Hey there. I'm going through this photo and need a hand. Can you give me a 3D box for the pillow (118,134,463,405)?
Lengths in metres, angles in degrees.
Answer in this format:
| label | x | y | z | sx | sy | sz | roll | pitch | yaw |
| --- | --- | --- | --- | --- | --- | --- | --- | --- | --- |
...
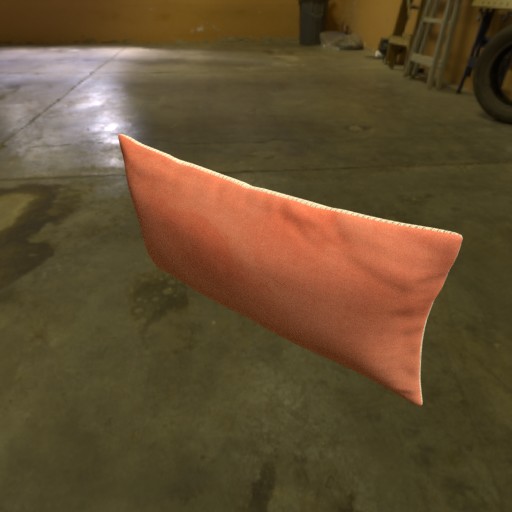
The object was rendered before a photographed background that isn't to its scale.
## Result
| label | x | y | z | sx | sy | sz | roll | pitch | yaw |
| --- | --- | --- | --- | --- | --- | --- | --- | --- | --- |
| pillow | 0.000 | 0.000 | 0.730 | 0.608 | 0.307 | 0.155 | 23 | 38 | 33 |
